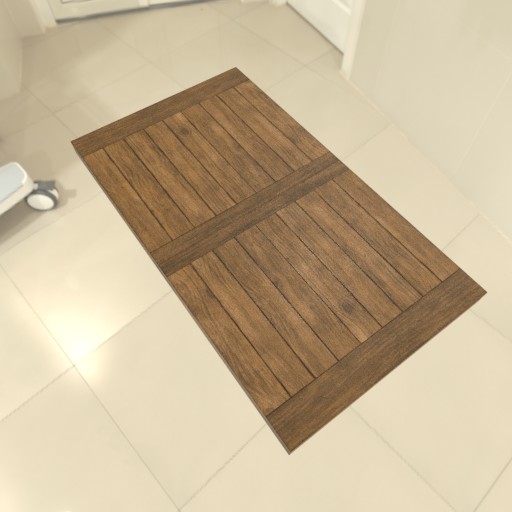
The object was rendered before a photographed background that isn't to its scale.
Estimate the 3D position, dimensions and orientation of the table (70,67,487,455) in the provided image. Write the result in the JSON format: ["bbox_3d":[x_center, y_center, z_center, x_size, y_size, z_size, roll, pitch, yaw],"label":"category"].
[{"bbox_3d":[0.000,0.000,2.171,0.931,0.757,1.641,-32,64,-18],"label":"table"}]
